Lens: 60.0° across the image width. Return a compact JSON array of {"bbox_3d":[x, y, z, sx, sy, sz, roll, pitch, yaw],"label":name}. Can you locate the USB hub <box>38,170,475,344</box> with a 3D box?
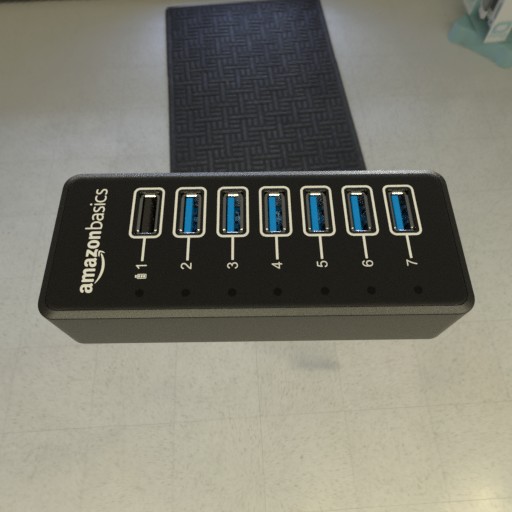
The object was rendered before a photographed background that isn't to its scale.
[{"bbox_3d":[0.000,0.000,0.129,0.110,0.023,0.044,-1,63,0],"label":"USB hub"}]
